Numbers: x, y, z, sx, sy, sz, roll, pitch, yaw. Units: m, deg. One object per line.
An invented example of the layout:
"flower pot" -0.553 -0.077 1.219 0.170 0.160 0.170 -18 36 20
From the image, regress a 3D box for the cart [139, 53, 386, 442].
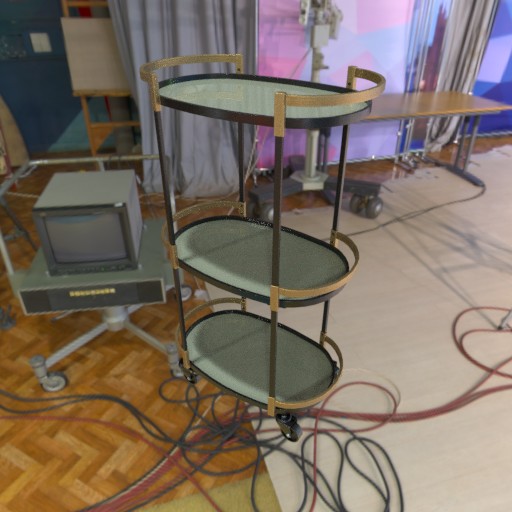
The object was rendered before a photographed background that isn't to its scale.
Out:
"cart" 0.000 0.000 1.125 0.515 0.885 0.311 20 38 28
